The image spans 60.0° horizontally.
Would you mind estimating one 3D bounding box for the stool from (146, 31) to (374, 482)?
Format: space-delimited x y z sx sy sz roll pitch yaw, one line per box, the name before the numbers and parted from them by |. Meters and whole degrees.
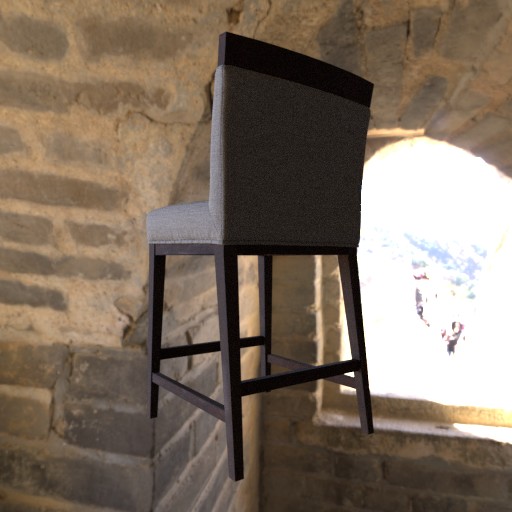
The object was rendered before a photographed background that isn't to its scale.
stool | 0.000 0.000 1.324 0.512 1.009 0.531 0 0 -36
